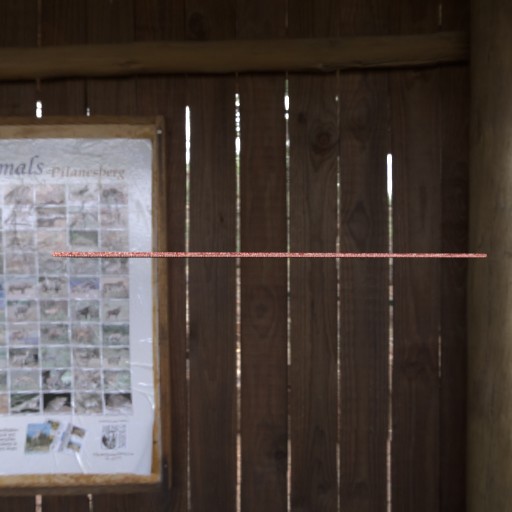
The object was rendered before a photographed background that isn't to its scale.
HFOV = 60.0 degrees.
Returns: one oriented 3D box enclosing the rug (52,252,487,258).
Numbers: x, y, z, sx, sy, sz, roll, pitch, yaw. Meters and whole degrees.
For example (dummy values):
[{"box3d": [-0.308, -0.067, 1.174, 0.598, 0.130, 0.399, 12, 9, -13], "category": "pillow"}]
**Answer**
[{"box3d": [0.000, 0.000, 2.314, 1.829, 0.016, 1.219, 0, 0, -19], "category": "rug"}]
